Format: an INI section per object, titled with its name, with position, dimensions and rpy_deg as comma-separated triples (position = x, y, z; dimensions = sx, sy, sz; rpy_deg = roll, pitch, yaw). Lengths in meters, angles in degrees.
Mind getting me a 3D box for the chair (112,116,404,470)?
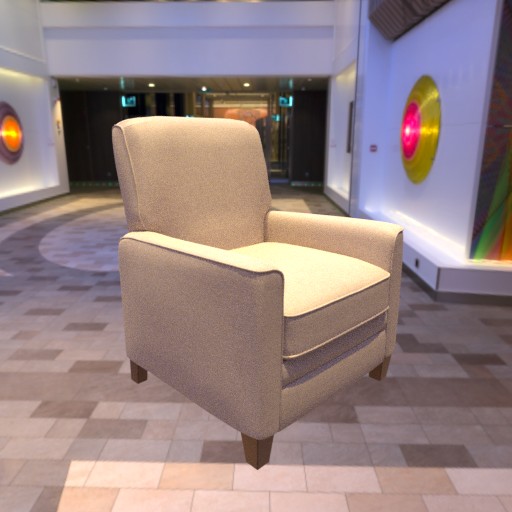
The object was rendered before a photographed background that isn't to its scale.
[chair]
position = 0.000, 0.000, 1.681
dimensions = 0.858, 1.023, 0.841
rpy_deg = 14, 21, 43
